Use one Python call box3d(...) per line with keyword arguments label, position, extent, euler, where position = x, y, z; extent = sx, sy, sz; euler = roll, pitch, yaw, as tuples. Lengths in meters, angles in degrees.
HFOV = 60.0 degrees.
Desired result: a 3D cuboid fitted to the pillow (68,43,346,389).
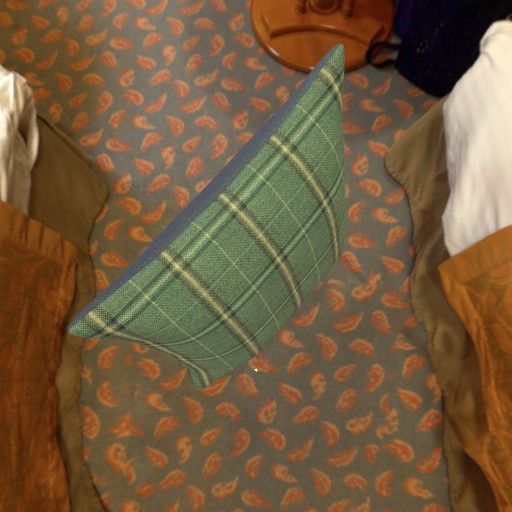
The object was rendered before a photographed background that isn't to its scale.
box3d(label="pillow", position=(0.000, 0.000, 0.688), extent=(0.200, 0.430, 0.453), euler=(40, 79, 9))
